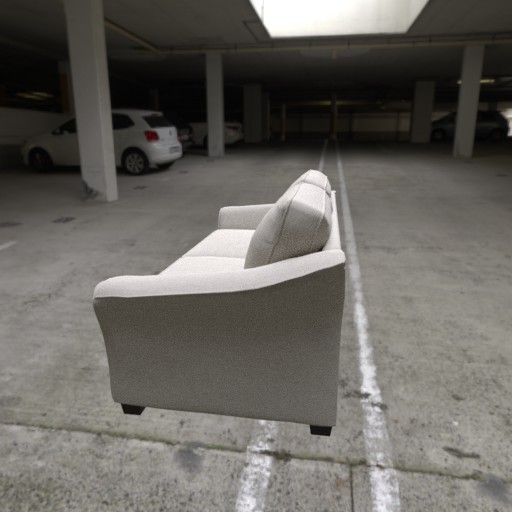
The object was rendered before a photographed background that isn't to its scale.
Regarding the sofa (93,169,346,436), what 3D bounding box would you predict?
[{"bbox_3d":[0.000,0.000,2.708,0.980,0.965,2.270,2,15,9],"label":"sofa"}]
